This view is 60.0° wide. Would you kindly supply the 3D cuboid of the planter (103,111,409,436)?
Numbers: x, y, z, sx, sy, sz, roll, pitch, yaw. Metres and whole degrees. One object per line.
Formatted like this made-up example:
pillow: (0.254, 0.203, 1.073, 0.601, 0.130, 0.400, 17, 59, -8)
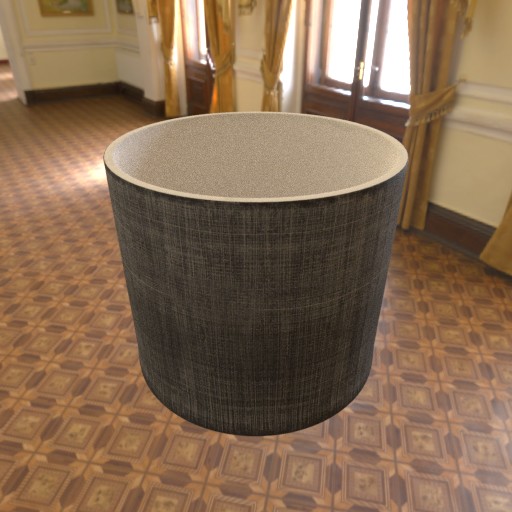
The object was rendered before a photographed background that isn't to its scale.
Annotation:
planter: (0.000, 0.000, 0.309, 0.178, 0.157, 0.178, 0, 30, 0)
